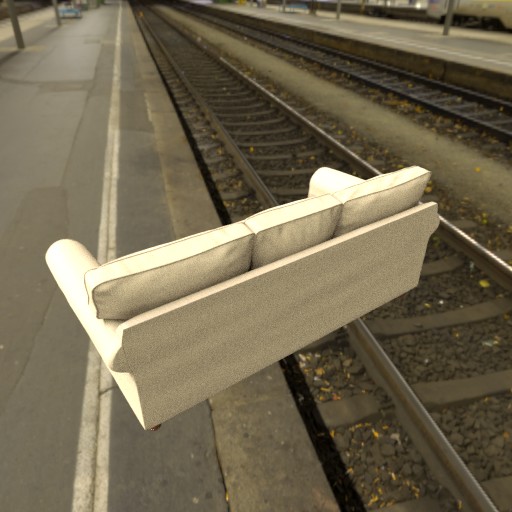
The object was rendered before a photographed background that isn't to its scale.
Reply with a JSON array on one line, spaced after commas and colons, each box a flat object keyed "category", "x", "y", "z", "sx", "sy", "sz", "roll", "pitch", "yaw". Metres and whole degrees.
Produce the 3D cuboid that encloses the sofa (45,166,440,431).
[{"category": "sofa", "x": 0.000, "y": 0.000, "z": 2.623, "sx": 2.118, "sy": 0.889, "sz": 0.998, "roll": -21, "pitch": 37, "yaw": -30}]
